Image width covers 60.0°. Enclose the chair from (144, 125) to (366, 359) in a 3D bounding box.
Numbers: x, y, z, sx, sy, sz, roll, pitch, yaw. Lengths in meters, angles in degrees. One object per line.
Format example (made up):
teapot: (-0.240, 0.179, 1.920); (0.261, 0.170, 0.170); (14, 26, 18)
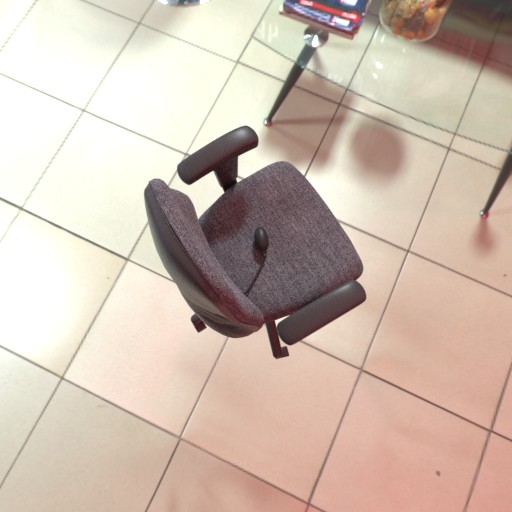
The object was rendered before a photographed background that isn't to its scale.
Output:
chair: (0.000, 0.000, 1.205); (0.530, 0.910, 0.550); (-31, 77, -8)
